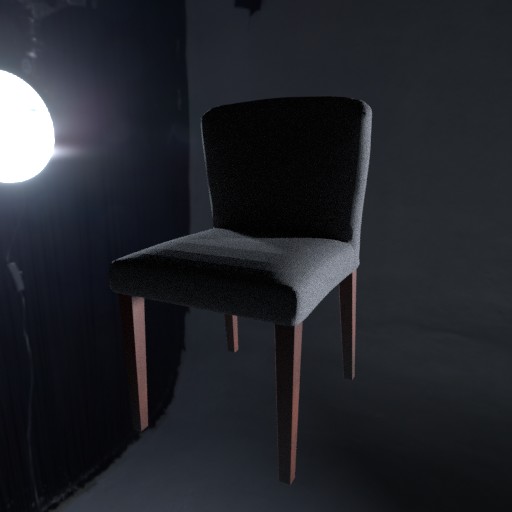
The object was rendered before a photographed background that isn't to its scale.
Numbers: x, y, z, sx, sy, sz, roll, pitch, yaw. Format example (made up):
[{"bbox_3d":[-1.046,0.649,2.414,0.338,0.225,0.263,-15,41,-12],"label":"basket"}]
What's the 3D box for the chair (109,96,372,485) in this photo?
[{"bbox_3d":[0.000,0.000,1.166,0.491,0.839,0.589,7,16,26],"label":"chair"}]
